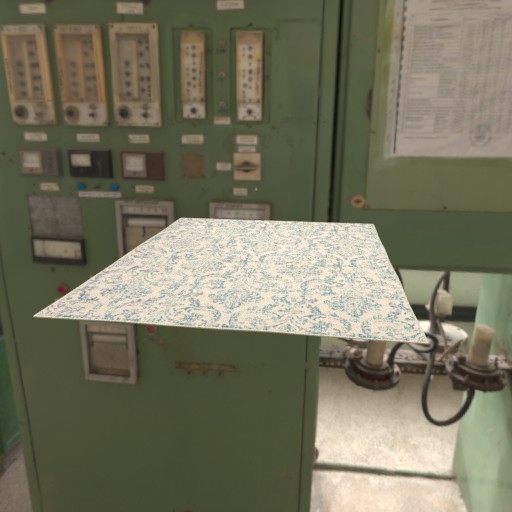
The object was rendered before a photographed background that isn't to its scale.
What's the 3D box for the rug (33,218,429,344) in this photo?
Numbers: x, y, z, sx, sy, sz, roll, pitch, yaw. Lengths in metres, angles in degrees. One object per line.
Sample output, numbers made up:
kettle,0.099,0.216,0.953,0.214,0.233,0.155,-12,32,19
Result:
rug,0.000,0.000,4.001,2.363,0.012,2.980,3,17,8
